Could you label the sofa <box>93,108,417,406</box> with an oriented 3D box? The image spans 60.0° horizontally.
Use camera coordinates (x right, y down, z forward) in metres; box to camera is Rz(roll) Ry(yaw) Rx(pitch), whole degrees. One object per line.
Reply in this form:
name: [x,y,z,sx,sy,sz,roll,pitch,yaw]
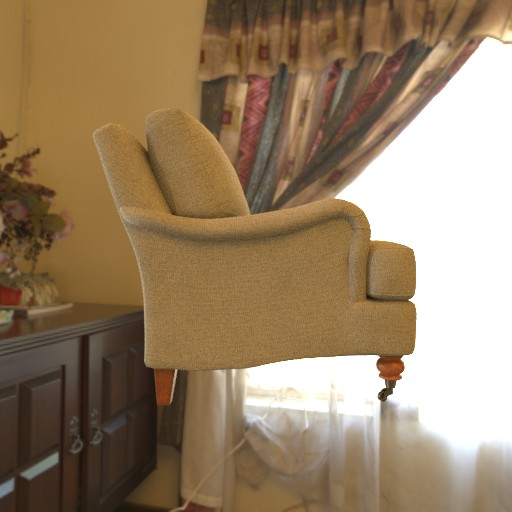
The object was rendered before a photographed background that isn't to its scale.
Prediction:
sofa: [0.000,0.000,2.146,1.087,0.999,1.480,0,-1,0]
